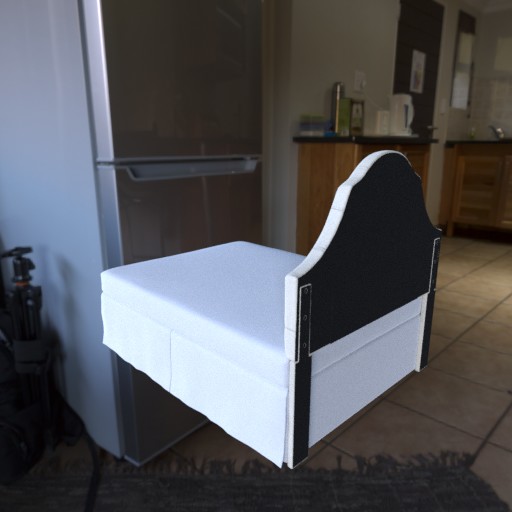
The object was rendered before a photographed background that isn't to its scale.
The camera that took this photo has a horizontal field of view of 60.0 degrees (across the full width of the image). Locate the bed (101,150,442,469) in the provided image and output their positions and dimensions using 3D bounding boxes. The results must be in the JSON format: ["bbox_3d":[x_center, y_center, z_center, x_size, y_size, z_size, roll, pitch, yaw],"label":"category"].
[{"bbox_3d":[0.000,0.000,3.299,1.627,1.575,2.092,-14,21,-42],"label":"bed"}]
